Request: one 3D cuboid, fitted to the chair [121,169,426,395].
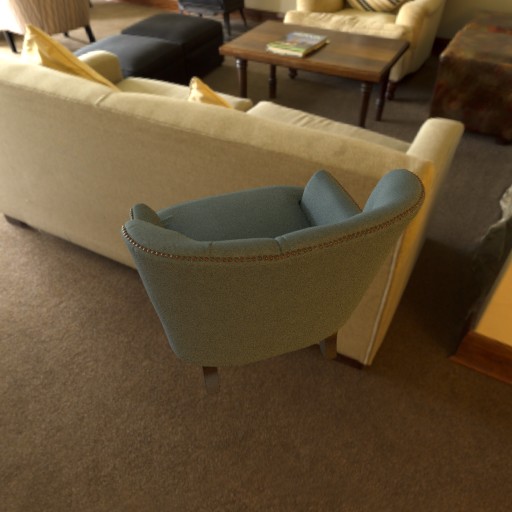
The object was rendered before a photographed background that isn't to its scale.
[{"bbox_3d":[0.000,0.000,1.604,0.848,0.868,0.906,-13,44,-13],"label":"chair"}]
